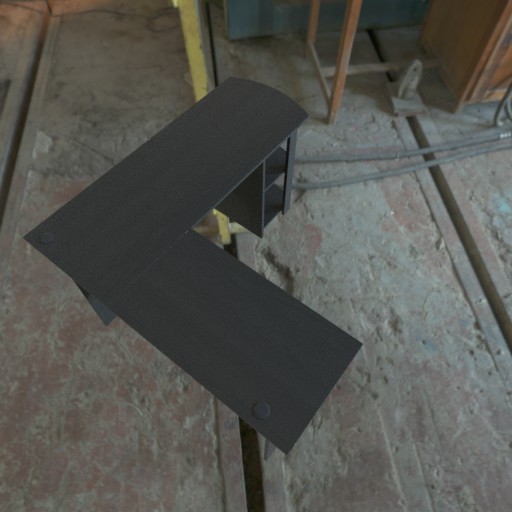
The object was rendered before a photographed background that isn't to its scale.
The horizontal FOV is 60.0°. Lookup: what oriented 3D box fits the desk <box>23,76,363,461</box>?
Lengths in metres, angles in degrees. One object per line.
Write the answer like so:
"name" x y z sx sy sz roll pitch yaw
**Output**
"desk" 0.000 0.000 2.141 1.303 0.716 1.361 33 63 19
